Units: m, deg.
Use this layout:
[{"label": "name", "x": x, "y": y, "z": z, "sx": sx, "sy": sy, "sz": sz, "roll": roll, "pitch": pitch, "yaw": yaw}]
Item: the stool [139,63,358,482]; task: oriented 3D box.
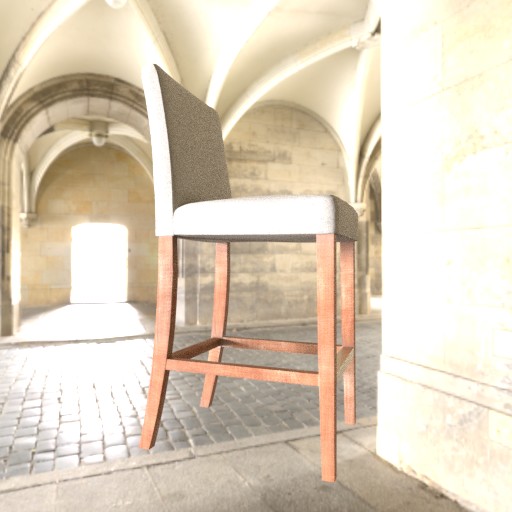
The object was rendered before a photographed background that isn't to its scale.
[{"label": "stool", "x": 0.000, "y": 0.000, "z": 1.353, "sx": 0.570, "sy": 1.088, "sz": 0.439, "roll": 0, "pitch": -1, "yaw": 19}]
